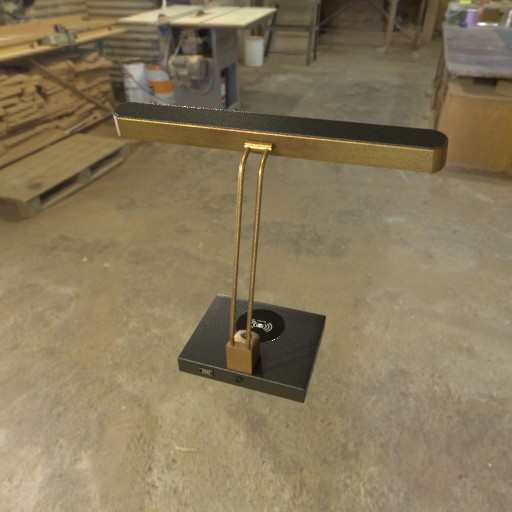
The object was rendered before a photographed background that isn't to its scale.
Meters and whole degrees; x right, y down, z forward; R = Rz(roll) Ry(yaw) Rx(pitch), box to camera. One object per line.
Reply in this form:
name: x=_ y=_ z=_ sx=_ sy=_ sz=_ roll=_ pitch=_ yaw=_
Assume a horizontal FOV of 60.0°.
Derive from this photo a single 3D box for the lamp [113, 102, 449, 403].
lamp: x=0.000 y=0.000 z=0.584 sx=0.412 sy=0.345 sz=0.156 roll=10 pitch=35 yaw=15
